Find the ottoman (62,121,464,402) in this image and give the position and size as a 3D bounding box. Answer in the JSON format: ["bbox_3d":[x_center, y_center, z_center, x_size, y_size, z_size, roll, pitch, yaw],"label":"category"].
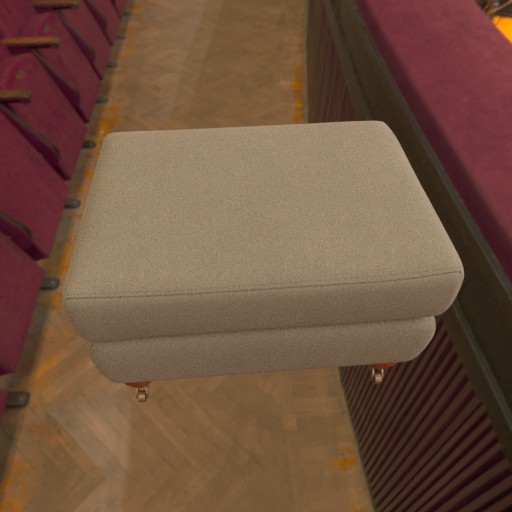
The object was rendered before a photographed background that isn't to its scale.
[{"bbox_3d":[0.000,0.000,1.133,0.773,0.499,0.569,-4,48,-3],"label":"ottoman"}]
